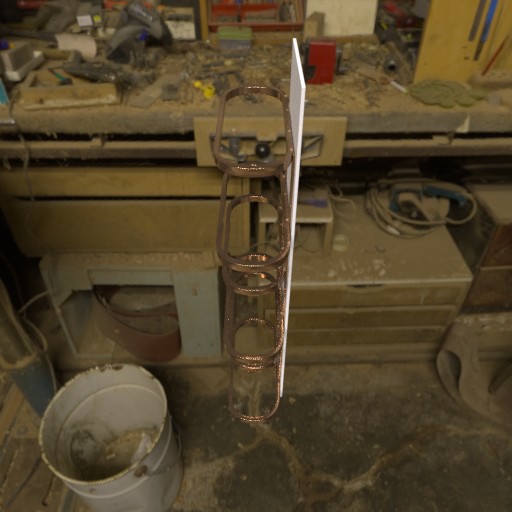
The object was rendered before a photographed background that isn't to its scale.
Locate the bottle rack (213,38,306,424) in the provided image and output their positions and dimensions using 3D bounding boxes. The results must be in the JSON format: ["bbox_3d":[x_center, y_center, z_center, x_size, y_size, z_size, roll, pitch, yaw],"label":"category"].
[{"bbox_3d":[0.000,0.000,0.829,0.118,0.709,0.332,0,43,0],"label":"bottle rack"}]
